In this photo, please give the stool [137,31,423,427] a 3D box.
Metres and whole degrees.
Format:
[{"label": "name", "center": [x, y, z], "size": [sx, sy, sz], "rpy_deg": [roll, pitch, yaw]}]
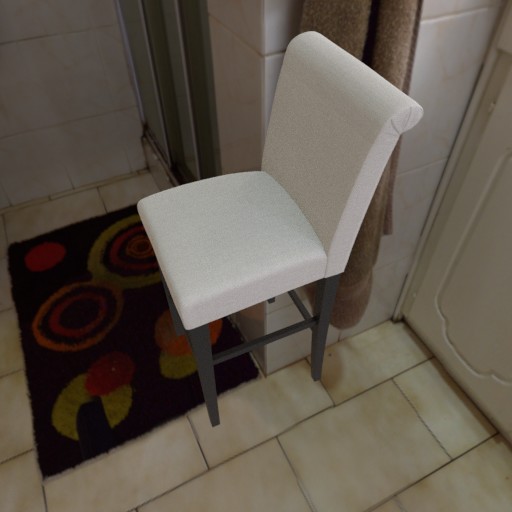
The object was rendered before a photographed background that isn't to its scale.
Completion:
[{"label": "stool", "center": [0.000, 0.000, 1.392], "size": [0.597, 1.124, 0.452], "rpy_deg": [-18, 50, -16]}]
